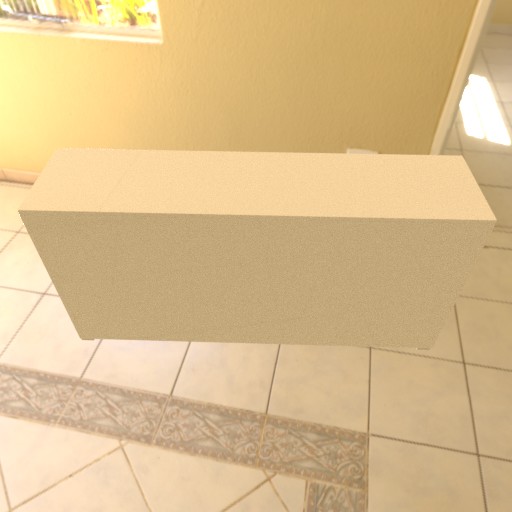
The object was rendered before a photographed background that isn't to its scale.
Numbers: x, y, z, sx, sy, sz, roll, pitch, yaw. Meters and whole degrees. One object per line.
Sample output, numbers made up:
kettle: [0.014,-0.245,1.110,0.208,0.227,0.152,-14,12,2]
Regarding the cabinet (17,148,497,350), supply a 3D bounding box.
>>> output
cabinet: [0.000,0.000,1.946,1.650,0.800,0.400,1,45,1]
